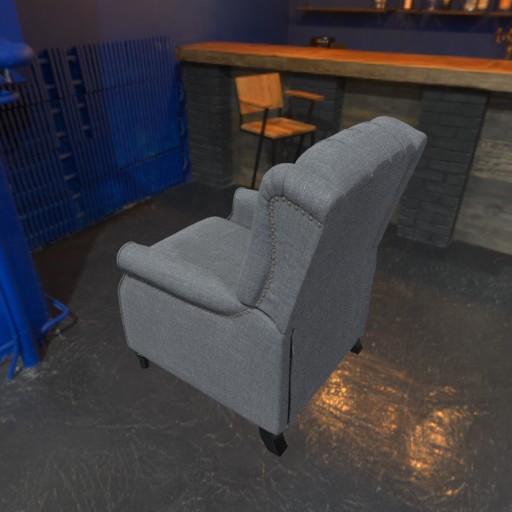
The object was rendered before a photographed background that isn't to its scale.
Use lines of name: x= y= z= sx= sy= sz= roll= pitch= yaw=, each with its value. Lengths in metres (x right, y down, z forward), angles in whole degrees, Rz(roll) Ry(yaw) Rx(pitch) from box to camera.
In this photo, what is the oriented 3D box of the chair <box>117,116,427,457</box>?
chair: x=0.000 y=0.000 z=1.635 sx=0.898 sy=1.035 sz=0.742 roll=20 pitch=36 yaw=31
